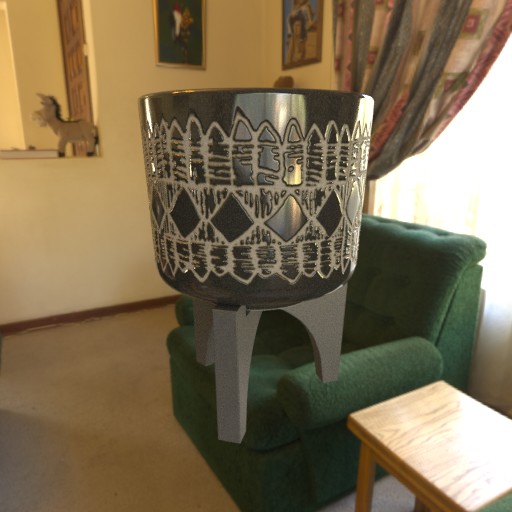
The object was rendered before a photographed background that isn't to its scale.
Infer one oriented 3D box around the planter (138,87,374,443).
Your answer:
[{"bbox_3d":[0.000,0.000,0.530,0.251,0.355,0.251,-15,21,-43],"label":"planter"}]
